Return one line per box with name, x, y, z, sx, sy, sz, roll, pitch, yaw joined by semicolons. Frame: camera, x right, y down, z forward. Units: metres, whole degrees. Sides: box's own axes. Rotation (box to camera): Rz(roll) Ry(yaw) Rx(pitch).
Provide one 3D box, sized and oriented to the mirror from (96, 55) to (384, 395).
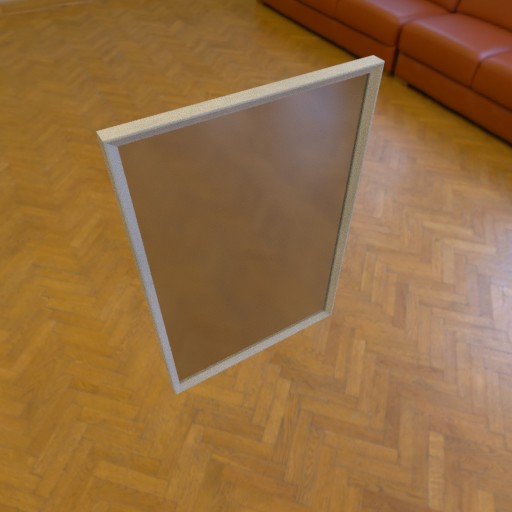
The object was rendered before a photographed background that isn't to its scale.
mirror;0.000;0.000;1.179;0.609;0.915;0.041;-23;51;-20
